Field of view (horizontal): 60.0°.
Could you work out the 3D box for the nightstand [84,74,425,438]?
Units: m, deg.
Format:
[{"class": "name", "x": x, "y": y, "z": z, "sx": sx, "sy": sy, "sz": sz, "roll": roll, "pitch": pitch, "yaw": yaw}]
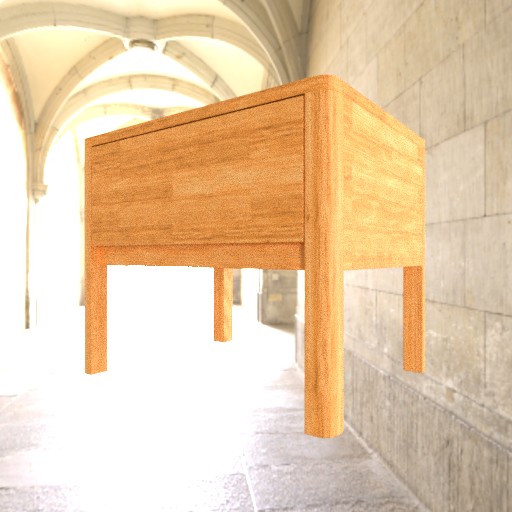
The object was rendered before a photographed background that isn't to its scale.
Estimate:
[{"class": "nightstand", "x": 0.000, "y": 0.000, "z": 0.907, "sx": 0.560, "sy": 0.470, "sz": 0.440, "roll": 0, "pitch": 0, "yaw": 36}]
